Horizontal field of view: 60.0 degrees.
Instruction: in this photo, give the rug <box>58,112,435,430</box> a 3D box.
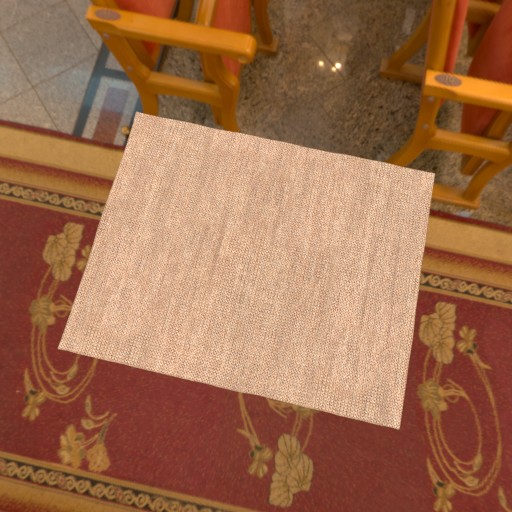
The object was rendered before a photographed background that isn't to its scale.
[{"bbox_3d":[0.000,0.000,4.123,3.052,0.030,2.429,12,76,3],"label":"rug"}]
